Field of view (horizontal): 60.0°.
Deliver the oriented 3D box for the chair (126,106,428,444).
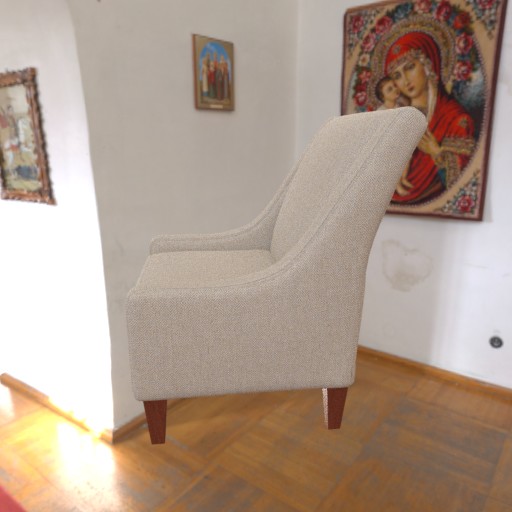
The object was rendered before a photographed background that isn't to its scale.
[{"bbox_3d":[0.000,0.000,1.640,0.870,1.014,0.774,-2,15,-7],"label":"chair"}]
